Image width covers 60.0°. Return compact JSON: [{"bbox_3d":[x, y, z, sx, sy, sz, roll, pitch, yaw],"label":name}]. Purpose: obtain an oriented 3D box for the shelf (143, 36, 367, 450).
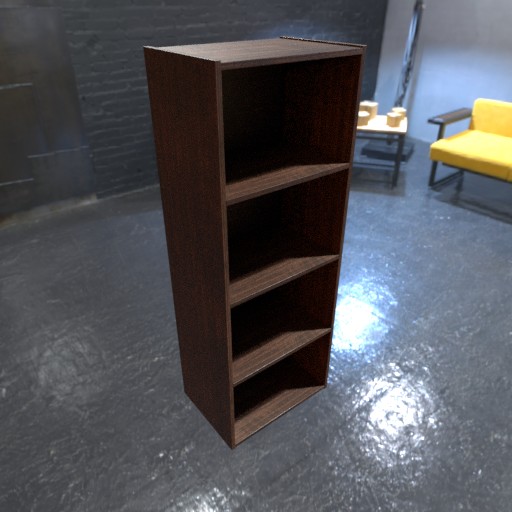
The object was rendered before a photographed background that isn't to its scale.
[{"bbox_3d":[0.000,0.000,1.277,0.415,1.099,0.290,-22,37,-32],"label":"shelf"}]
